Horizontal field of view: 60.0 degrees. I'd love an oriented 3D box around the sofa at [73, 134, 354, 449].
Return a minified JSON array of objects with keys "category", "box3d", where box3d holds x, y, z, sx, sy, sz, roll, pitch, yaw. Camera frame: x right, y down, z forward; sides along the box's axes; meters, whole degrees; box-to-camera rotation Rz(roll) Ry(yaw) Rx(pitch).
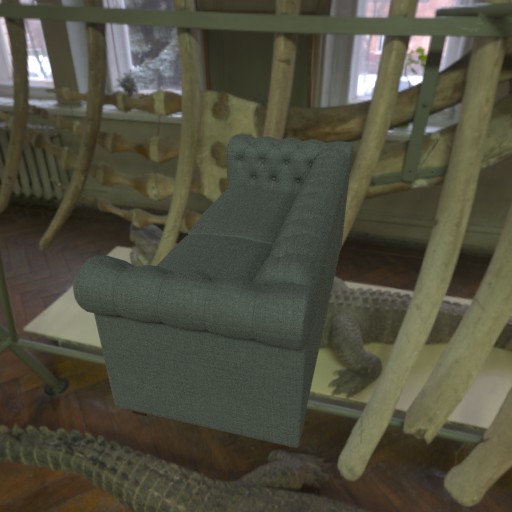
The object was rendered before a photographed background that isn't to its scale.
[{"category":"sofa","box3d":[0.000,0.000,2.250,0.783,0.797,1.798,8,31,13]}]
